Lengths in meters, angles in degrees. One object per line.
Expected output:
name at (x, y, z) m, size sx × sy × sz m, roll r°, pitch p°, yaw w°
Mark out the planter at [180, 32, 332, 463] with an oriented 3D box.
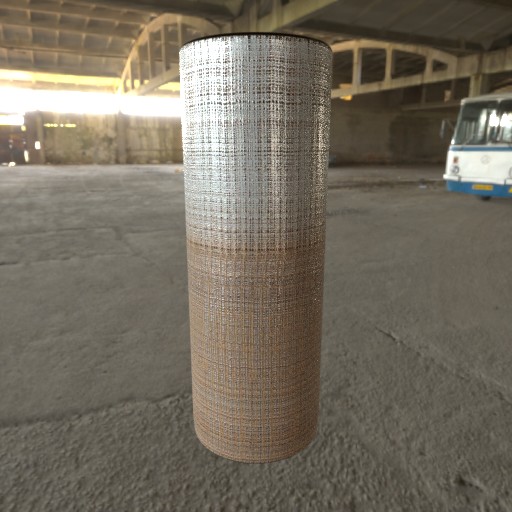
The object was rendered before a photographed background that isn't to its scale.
planter at (0.000, 0.000, 0.323) m, size 0.099 × 0.278 × 0.099 m, roll -7°, pitch 16°, yaw -25°
